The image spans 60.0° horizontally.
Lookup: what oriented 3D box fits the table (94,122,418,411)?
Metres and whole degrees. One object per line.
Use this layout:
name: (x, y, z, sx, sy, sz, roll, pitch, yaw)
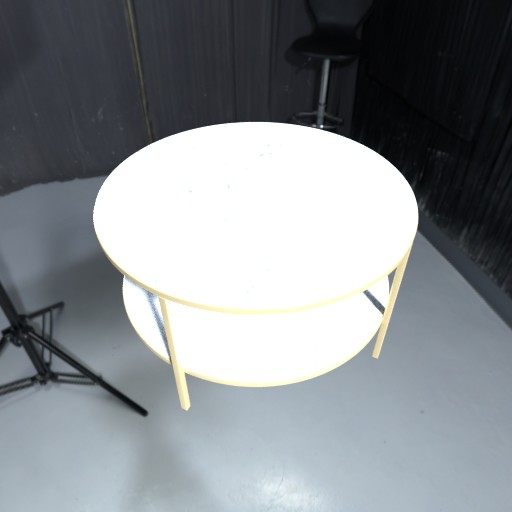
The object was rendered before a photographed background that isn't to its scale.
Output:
table: (0.000, 0.000, 1.277, 0.800, 0.450, 0.800, 0, 41, 0)
